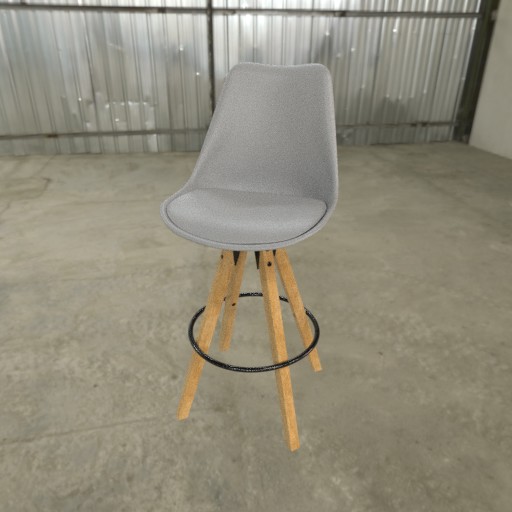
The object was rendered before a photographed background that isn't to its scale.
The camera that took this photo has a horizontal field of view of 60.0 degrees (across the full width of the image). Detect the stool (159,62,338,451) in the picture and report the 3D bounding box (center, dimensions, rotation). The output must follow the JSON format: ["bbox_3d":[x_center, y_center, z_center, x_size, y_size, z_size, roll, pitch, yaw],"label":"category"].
[{"bbox_3d":[0.000,0.000,1.426,0.485,1.115,0.550,8,28,16],"label":"stool"}]
